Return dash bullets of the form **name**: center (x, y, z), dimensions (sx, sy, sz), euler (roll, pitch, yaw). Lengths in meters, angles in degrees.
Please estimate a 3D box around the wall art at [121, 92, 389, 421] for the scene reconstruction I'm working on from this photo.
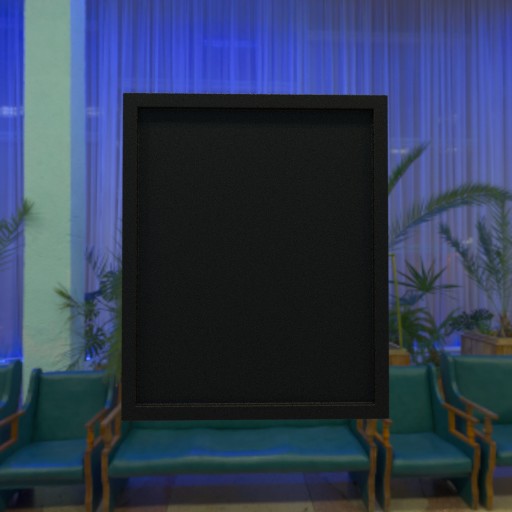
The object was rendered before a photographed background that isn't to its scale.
- **wall art**: center (0.000, 0.000, 0.772), dimensions (0.457, 0.559, 0.028), euler (0, -1, -1)
